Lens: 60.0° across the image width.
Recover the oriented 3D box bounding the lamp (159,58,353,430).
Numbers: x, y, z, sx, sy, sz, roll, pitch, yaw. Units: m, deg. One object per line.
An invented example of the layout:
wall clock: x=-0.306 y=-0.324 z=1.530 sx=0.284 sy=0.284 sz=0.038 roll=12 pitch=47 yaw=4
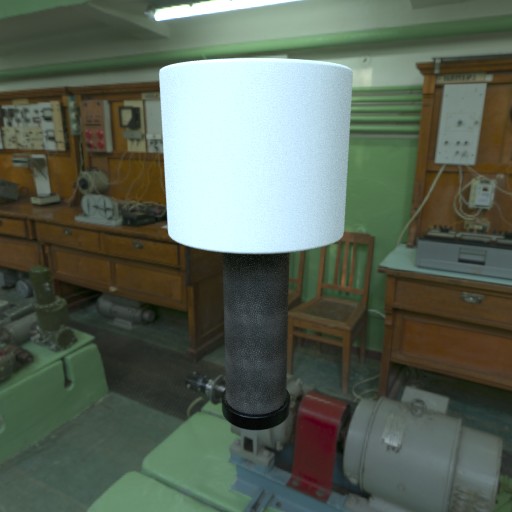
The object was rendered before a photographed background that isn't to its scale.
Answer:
lamp: x=0.000 y=0.000 z=0.798 sx=0.305 sy=0.634 sz=0.305 roll=8 pitch=18 yaw=27
